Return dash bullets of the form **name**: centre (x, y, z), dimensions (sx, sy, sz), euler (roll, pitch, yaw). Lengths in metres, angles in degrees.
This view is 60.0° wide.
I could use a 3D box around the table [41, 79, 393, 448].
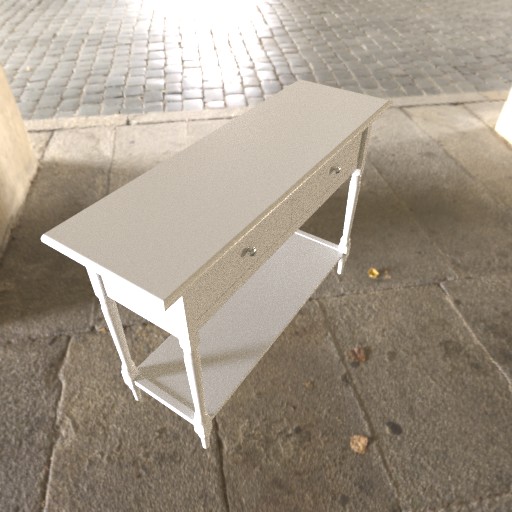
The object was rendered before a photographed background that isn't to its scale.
- **table**: centre (0.000, 0.000, 1.568), dimensions (0.384, 0.808, 1.197), euler (24, 47, 25)
